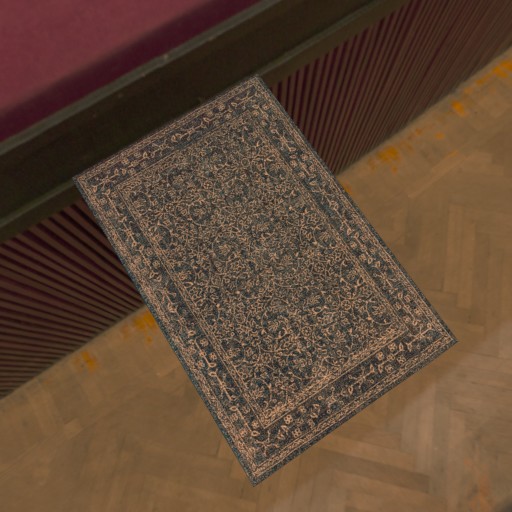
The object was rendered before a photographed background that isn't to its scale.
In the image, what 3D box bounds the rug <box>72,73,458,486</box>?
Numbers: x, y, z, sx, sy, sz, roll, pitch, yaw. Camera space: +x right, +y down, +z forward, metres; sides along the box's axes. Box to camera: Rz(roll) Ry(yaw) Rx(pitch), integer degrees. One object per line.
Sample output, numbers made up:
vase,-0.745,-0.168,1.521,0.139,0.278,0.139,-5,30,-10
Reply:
rug,0.000,0.000,2.289,1.200,0.005,1.819,-32,78,-8
